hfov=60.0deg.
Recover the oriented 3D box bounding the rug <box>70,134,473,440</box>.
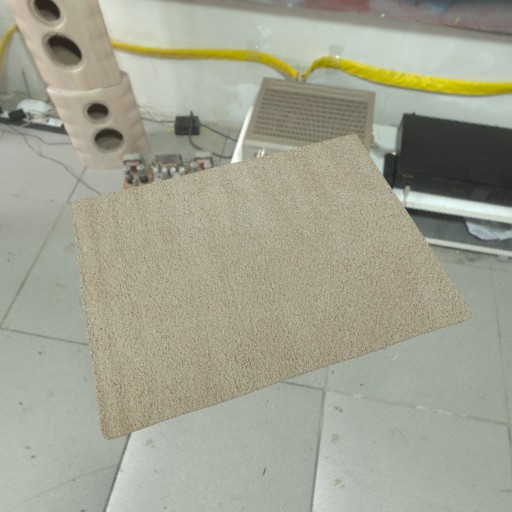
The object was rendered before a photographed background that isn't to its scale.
[{"bbox_3d":[0.000,0.000,2.088,1.600,0.025,1.199,-16,59,-10],"label":"rug"}]
